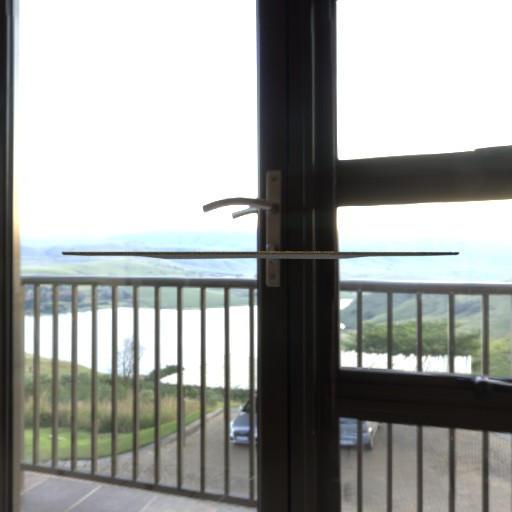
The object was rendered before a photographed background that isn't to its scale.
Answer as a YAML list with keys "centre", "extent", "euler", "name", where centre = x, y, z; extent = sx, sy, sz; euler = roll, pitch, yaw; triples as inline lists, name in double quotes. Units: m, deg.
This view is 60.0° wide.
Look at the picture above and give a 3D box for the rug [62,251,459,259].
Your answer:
- centre: [0.000, 0.000, 2.932]
  extent: [1.613, 0.030, 2.306]
  euler: [0, -1, -1]
  name: "rug"
